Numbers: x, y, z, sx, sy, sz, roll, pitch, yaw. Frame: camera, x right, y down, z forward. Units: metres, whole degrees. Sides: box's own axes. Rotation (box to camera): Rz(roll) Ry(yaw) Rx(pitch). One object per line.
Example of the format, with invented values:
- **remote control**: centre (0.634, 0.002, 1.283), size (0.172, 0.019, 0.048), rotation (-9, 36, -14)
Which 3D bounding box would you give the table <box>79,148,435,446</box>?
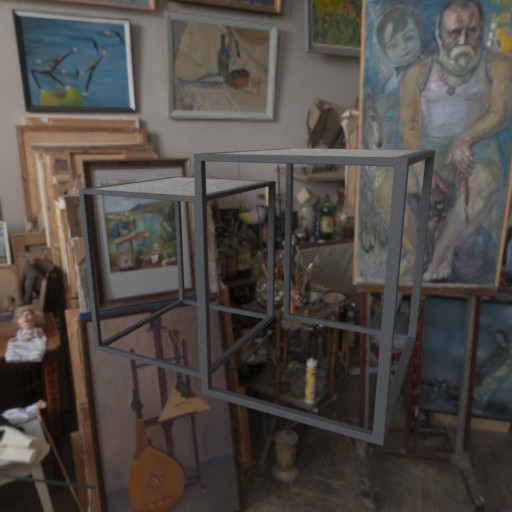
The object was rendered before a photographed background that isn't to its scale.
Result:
- **table**: centre (0.000, 0.000, 1.166), size (0.788, 0.540, 0.508), rotation (7, 17, 25)
